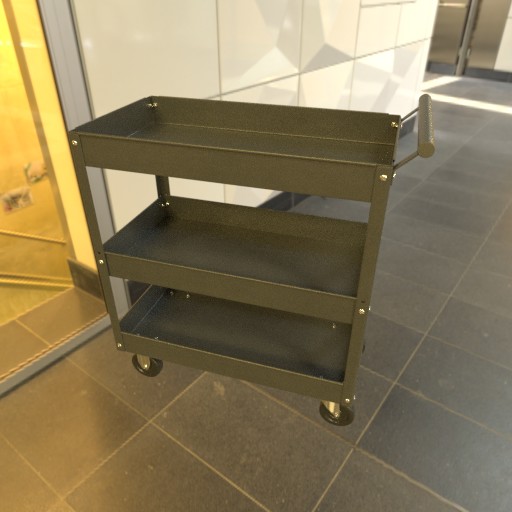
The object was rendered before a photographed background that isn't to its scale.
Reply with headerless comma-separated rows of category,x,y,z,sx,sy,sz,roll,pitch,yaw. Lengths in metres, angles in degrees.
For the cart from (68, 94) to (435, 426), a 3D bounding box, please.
cart,0.000,0.000,1.151,0.719,0.780,0.366,10,33,15
